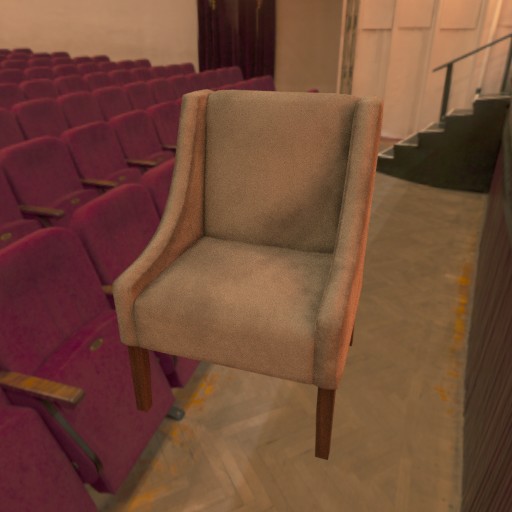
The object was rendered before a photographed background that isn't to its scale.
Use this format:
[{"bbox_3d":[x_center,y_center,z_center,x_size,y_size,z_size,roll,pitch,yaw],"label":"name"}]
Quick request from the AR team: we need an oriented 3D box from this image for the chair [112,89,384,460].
[{"bbox_3d":[0.000,0.000,1.351,0.629,0.895,0.629,8,27,16],"label":"chair"}]
